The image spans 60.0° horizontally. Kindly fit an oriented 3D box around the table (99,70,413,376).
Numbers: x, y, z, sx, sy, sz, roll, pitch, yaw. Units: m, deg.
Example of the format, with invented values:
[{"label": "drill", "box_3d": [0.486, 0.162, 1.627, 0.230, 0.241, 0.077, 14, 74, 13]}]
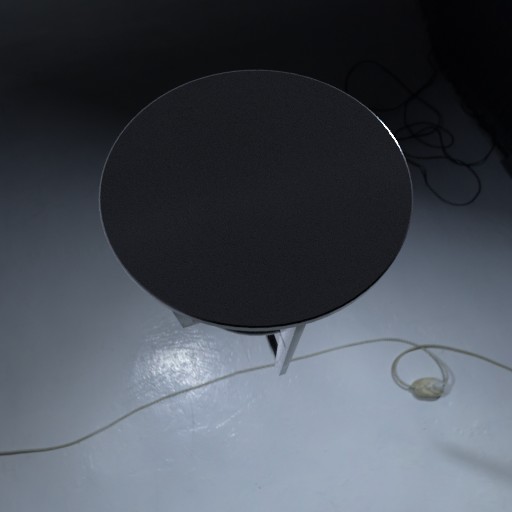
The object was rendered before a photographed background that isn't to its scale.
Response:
[{"label": "table", "box_3d": [0.000, 0.000, 0.957, 0.500, 0.550, 0.500, 0, 63, 0]}]
